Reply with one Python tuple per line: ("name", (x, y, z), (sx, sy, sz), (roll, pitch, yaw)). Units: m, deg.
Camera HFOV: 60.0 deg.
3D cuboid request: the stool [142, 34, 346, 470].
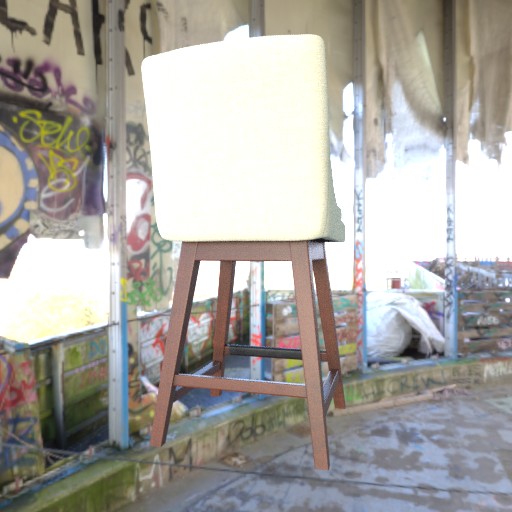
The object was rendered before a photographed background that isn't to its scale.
("stool", (0.000, 0.000, 1.271), (0.469, 0.991, 0.559), (0, 1, 16))
